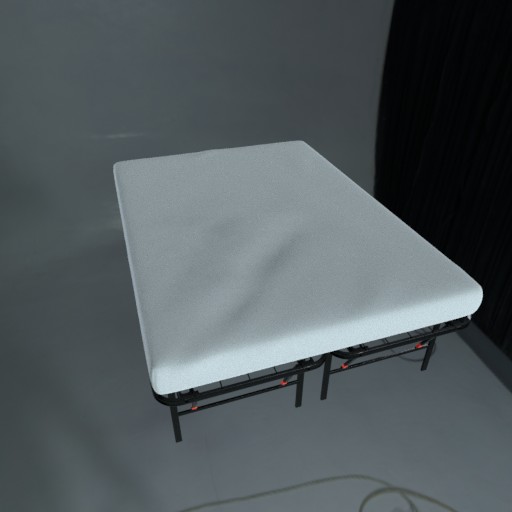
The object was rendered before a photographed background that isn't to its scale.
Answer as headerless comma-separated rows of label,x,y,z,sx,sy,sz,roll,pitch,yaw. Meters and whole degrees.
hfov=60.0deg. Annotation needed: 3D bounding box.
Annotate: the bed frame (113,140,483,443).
bed frame,0.000,0.000,2.508,1.372,0.637,1.905,-11,36,-15
